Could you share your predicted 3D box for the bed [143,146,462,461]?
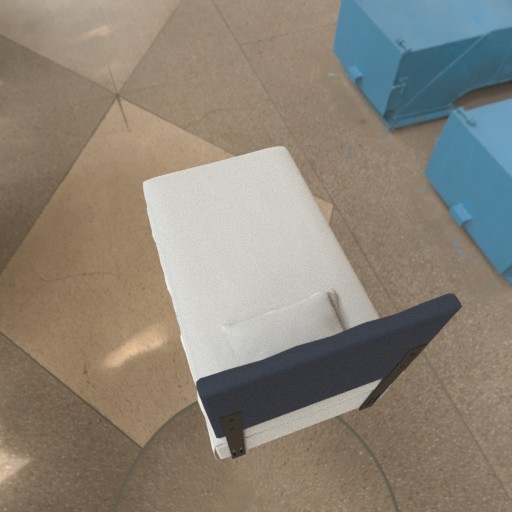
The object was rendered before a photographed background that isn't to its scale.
[{"bbox_3d":[0.000,0.000,2.880,1.261,1.571,1.997,-17,59,-10],"label":"bed"}]
